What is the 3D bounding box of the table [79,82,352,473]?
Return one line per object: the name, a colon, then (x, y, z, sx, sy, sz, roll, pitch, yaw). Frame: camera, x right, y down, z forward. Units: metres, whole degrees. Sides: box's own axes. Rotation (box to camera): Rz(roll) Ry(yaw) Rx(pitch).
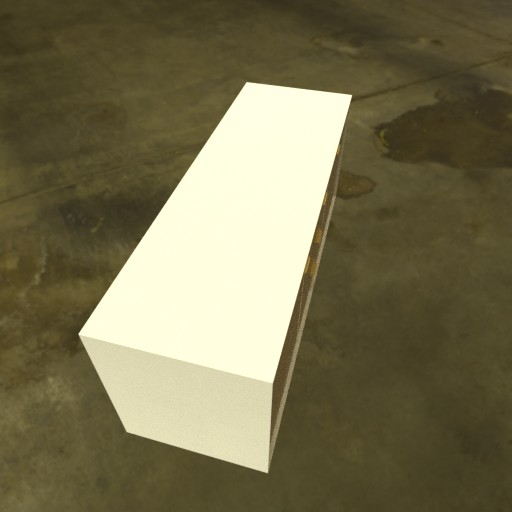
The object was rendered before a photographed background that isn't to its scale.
table: (0.000, 0.000, 1.846, 0.508, 0.769, 1.500, 11, 46, 11)
